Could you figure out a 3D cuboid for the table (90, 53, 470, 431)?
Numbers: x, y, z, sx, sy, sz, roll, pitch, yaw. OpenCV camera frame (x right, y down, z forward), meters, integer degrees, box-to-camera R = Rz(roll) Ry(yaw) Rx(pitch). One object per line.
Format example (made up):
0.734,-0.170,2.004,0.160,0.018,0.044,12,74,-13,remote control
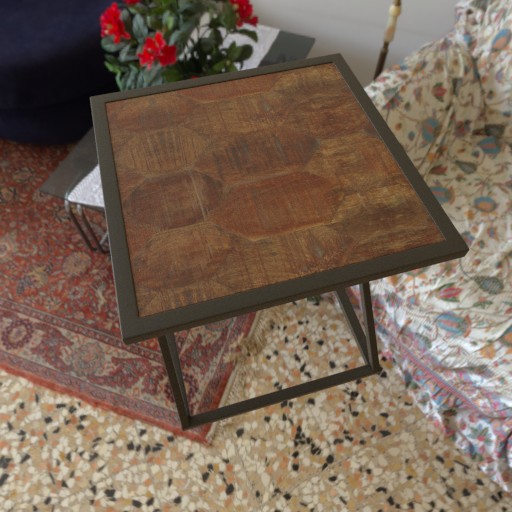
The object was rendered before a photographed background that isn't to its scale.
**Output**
0.000,0.000,0.969,0.500,0.565,0.500,-14,58,-9,table
